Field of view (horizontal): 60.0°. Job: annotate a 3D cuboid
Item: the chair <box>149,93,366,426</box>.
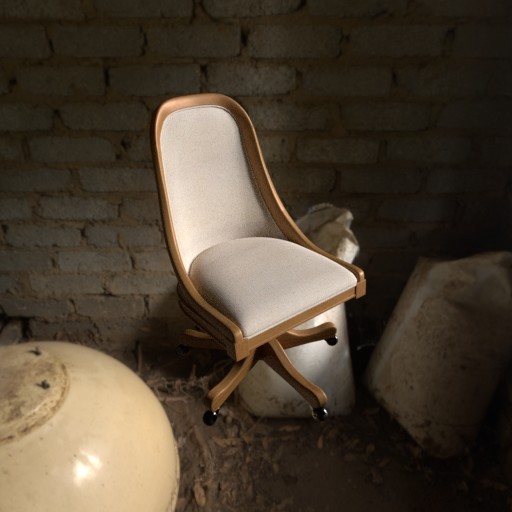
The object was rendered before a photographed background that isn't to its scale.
[{"bbox_3d":[0.000,0.000,1.609,0.702,1.009,0.811,-21,36,-32],"label":"chair"}]
